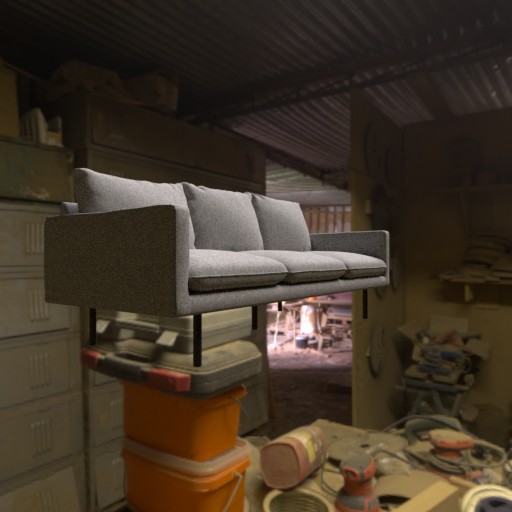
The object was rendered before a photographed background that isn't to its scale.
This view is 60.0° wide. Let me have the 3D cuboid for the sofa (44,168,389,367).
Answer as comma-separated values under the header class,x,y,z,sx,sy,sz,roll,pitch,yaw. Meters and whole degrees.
class,x,y,z,sx,sy,sz,roll,pitch,yaw
sofa,0.000,0.000,2.491,0.850,0.830,2.000,0,0,37
